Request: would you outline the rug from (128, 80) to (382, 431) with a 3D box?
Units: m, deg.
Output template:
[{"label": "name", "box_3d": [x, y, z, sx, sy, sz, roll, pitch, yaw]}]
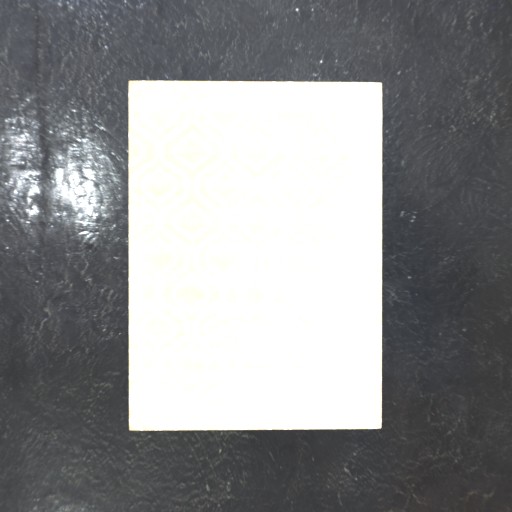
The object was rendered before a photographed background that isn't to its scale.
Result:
[{"label": "rug", "box_3d": [0.000, 0.000, 4.267, 2.438, 0.010, 3.353, 0, 90, -1]}]
